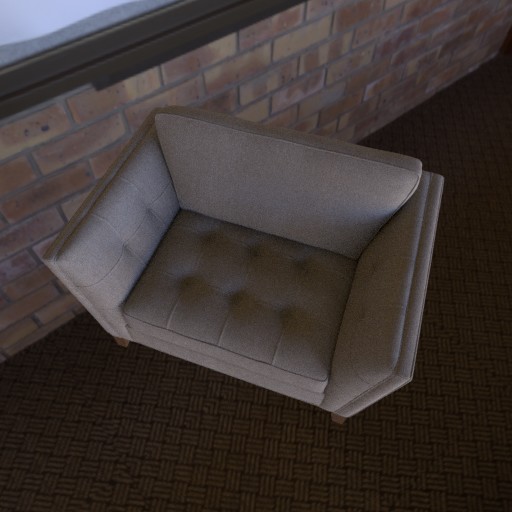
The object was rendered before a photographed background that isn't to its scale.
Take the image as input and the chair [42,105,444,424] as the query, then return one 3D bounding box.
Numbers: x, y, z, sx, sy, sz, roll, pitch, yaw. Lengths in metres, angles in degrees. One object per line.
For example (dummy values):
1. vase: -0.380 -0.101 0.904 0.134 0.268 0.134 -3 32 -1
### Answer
1. chair: 0.000 0.000 2.047 1.396 0.942 0.965 16 58 11
